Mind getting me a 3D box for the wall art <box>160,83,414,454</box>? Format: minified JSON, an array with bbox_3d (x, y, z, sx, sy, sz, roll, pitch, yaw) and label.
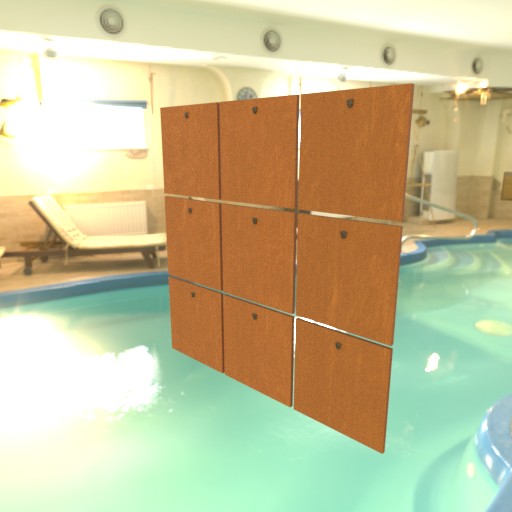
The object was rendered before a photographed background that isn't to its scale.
[{"bbox_3d":[0.000,0.000,1.357,0.915,0.913,0.018,13,19,42],"label":"wall art"}]
